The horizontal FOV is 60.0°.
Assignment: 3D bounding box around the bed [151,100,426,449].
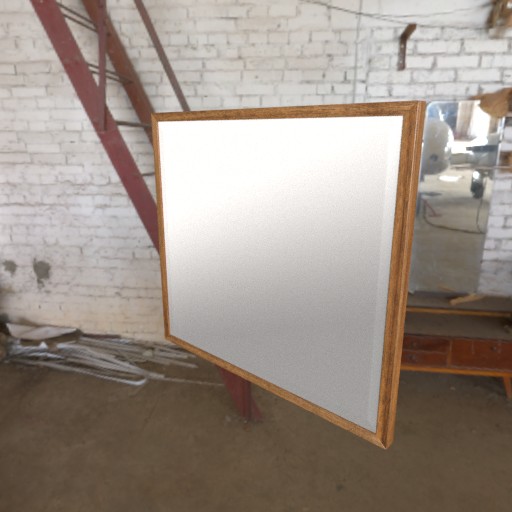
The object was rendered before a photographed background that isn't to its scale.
[{"bbox_3d":[0.000,0.000,1.486,1.041,0.940,0.043,14,21,41],"label":"bed"}]
